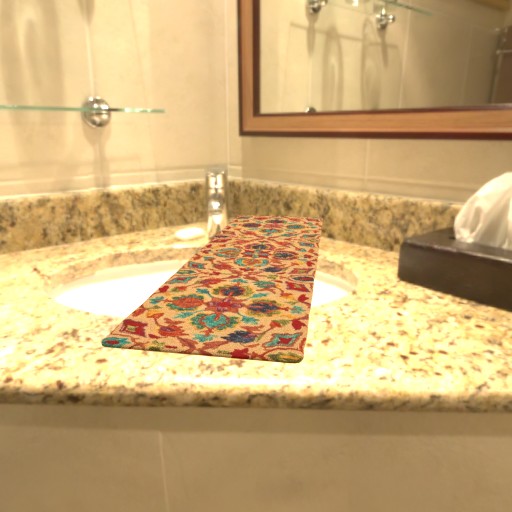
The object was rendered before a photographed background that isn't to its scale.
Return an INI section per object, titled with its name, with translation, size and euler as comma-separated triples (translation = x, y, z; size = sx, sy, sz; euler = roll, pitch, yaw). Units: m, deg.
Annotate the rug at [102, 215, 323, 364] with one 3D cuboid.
[rug]
translation = 0.000, 0.000, 2.506
size = 0.693, 0.016, 2.273
euler = 3, 17, 9
